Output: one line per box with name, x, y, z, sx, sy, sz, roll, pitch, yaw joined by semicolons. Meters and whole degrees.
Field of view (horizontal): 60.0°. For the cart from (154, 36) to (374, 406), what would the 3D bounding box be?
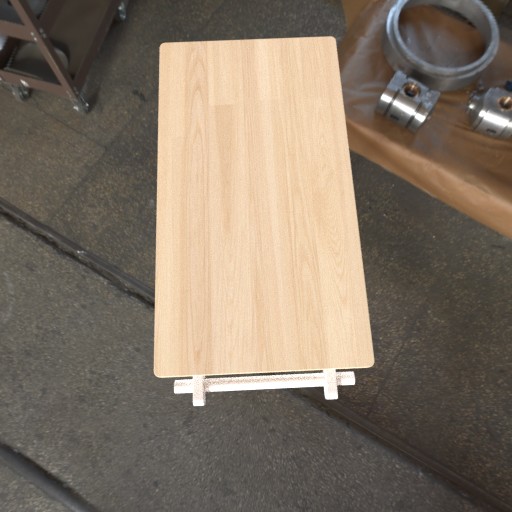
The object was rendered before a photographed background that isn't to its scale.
cart;0.000;0.000;1.466;0.457;0.927;0.899;-3;73;-1
